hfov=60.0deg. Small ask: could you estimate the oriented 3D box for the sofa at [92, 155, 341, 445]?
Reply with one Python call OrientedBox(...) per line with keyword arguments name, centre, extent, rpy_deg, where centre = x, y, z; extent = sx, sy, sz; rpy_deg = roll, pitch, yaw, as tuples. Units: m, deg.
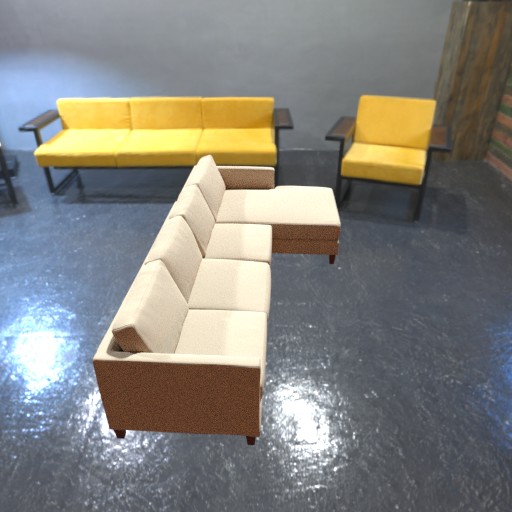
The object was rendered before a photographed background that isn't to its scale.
OrientedBox(name="sofa", centre=(0.000, 0.000, 3.857), extent=(1.625, 0.861, 3.186), rpy_deg=(2, 31, 3))
